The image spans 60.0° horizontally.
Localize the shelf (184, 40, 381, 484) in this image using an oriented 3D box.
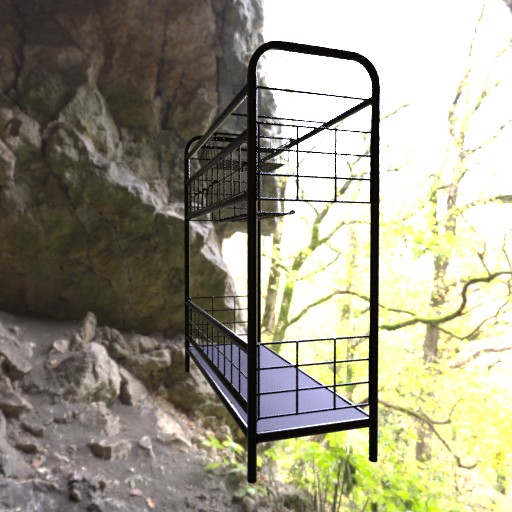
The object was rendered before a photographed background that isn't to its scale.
[{"bbox_3d":[0.000,0.000,1.516,0.350,1.026,0.961,0,2,-18],"label":"shelf"}]
